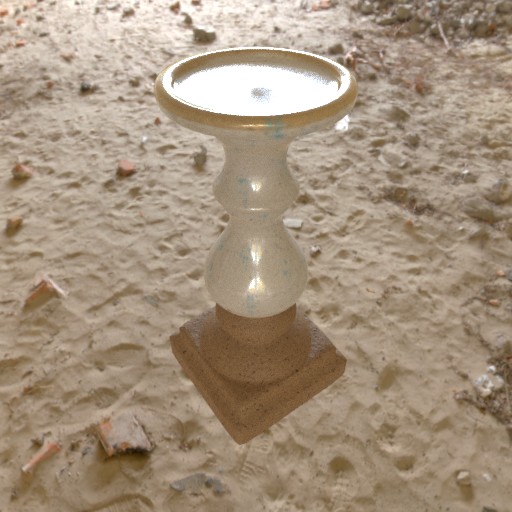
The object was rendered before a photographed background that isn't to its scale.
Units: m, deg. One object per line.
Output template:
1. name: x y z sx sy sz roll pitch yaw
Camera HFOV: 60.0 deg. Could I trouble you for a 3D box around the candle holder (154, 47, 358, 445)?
1. candle holder: 0.000 0.000 0.300 0.110 0.239 0.110 -26 47 -26
